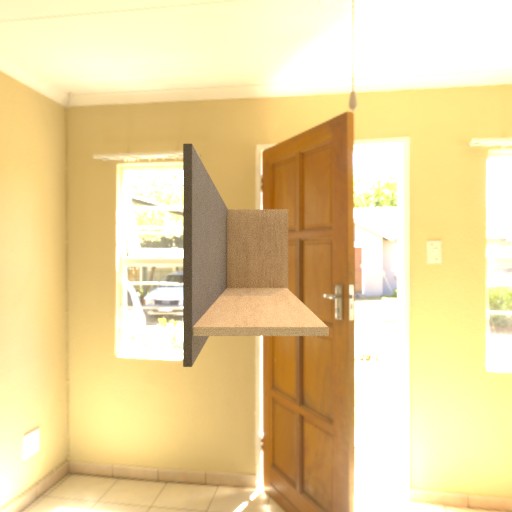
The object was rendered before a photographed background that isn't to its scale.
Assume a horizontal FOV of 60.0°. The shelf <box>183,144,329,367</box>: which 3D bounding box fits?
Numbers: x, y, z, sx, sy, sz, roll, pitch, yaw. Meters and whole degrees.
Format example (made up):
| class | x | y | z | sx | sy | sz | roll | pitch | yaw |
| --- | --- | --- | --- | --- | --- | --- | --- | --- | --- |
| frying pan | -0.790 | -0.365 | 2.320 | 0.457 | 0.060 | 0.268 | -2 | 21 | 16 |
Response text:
| class | x | y | z | sx | sy | sz | roll | pitch | yaw |
| --- | --- | --- | --- | --- | --- | --- | --- | --- | --- |
| shelf | 0.000 | 0.000 | 1.105 | 0.200 | 0.300 | 1.020 | 0 | 0 | 0 |
